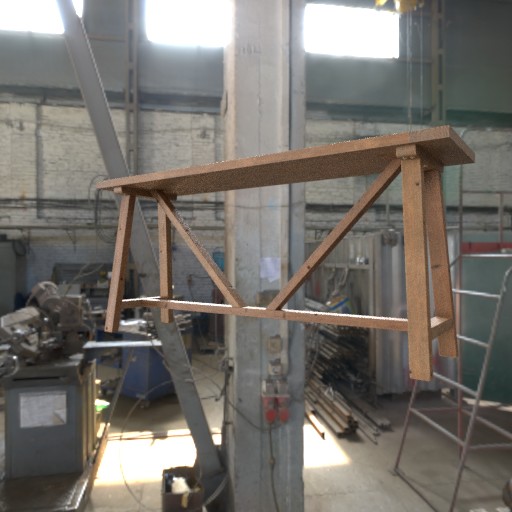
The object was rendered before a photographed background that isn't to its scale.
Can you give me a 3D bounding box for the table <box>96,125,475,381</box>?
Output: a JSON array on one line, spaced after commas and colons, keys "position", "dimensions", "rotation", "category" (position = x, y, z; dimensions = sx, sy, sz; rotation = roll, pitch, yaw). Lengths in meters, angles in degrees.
[{"position": [0.000, 0.000, 2.085], "dimensions": [1.800, 0.810, 0.465], "rotation": [0, 0, 35], "category": "table"}]
